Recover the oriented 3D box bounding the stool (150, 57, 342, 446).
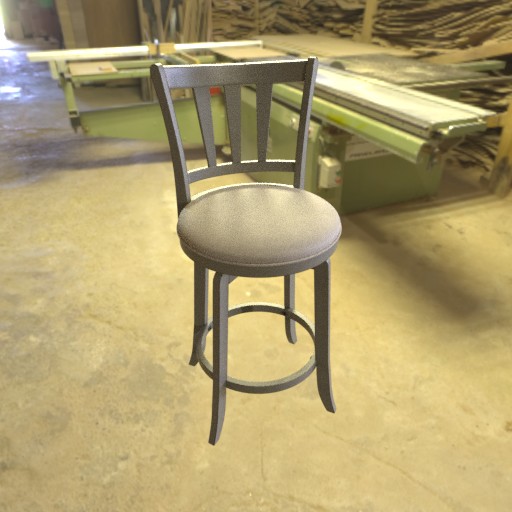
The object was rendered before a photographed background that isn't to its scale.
[{"bbox_3d":[0.000,0.000,1.266,0.450,0.994,0.486,-9,32,-15],"label":"stool"}]
